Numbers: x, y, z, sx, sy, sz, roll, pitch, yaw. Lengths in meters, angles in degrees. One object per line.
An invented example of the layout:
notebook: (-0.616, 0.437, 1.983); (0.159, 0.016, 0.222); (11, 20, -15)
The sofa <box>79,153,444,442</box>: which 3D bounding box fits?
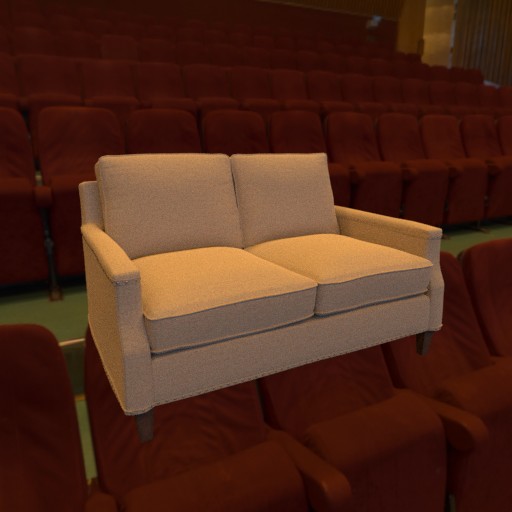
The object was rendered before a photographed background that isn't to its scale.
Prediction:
sofa: (0.000, 0.000, 2.248); (1.597, 1.003, 1.084); (-8, 17, -27)
